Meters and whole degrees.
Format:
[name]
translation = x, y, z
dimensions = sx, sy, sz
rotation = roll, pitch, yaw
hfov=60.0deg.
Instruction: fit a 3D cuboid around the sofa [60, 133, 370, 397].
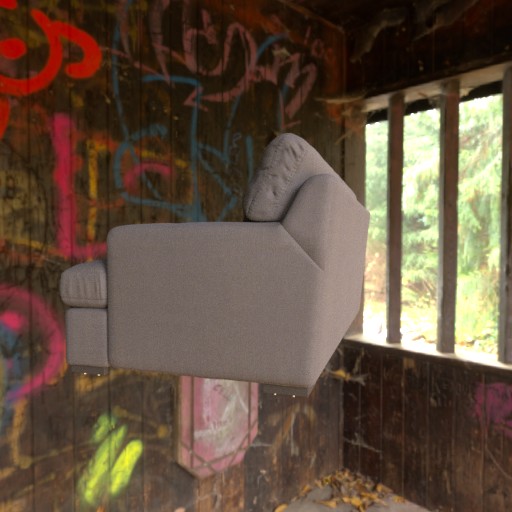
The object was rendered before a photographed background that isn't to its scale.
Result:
[sofa]
translation = 0.000, 0.000, 2.501
dimensions = 1.143, 0.940, 1.880
rotation = 1, 2, 18
